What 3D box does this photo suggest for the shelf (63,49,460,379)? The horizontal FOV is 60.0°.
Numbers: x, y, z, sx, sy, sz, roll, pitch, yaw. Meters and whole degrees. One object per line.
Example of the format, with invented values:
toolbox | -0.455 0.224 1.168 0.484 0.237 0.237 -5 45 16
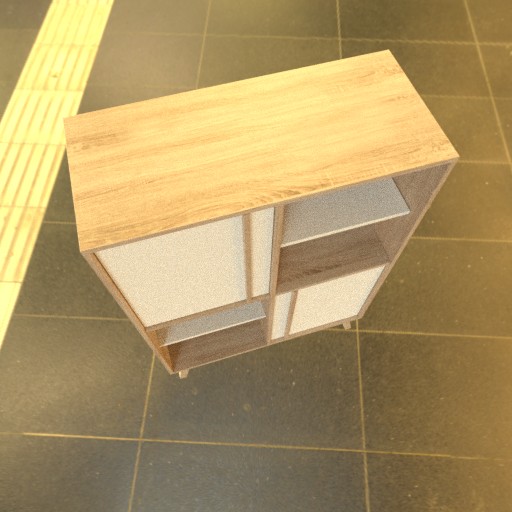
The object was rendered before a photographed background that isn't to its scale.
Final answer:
shelf | 0.000 0.000 1.825 1.000 1.390 0.450 -15 63 -8
